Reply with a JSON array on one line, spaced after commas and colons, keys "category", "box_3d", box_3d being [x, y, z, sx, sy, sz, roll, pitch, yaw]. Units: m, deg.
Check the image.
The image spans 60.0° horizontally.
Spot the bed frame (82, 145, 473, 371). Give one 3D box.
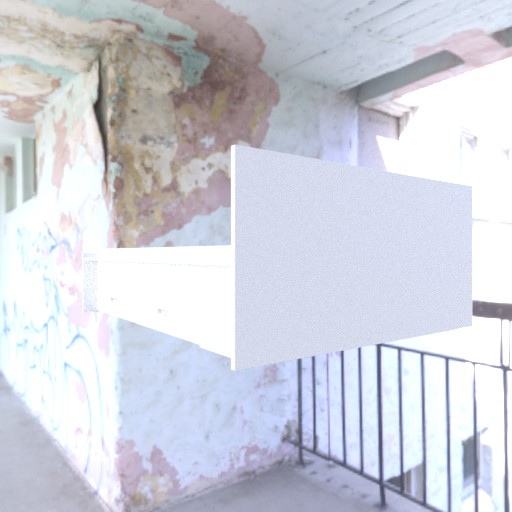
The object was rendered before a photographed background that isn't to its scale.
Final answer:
[{"category": "bed frame", "box_3d": [0.000, 0.000, 2.834, 1.622, 0.800, 1.960, 0, 0, -36]}]
